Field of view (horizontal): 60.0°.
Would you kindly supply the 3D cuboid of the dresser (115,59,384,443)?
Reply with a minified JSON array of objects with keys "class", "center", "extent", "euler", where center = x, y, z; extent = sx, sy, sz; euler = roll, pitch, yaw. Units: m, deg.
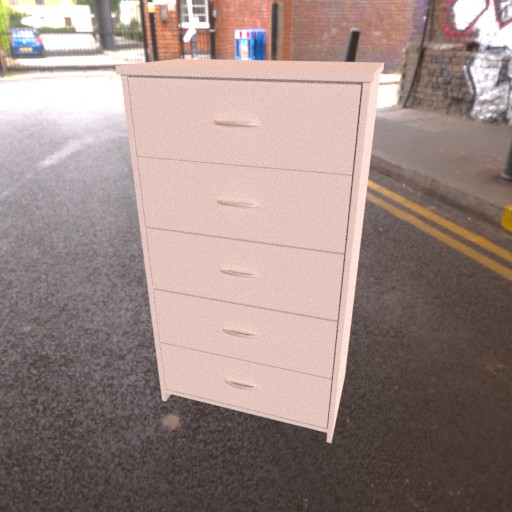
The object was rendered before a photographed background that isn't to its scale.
[{"class":"dresser","center":[0.000,0.000,1.579],"extent":[0.704,1.255,0.399],"euler":[8,28,16]}]
